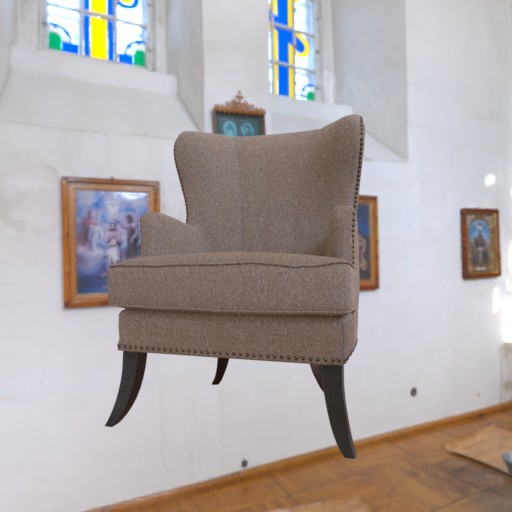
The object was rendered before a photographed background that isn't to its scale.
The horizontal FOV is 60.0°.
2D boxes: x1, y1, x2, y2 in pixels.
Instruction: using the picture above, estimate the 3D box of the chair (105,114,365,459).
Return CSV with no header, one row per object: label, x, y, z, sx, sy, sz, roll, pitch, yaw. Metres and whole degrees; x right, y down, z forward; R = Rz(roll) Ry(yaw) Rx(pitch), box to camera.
chair,0.000,0.000,1.596,0.759,1.060,0.758,0,-1,18
